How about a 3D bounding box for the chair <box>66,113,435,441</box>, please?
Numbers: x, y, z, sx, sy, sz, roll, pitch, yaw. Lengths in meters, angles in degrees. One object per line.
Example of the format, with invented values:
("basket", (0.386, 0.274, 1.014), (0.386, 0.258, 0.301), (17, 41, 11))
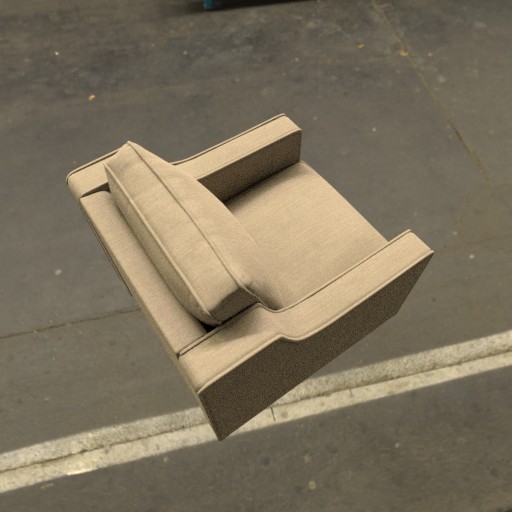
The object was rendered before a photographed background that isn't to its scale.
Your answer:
("chair", (0.000, 0.000, 1.645), (0.909, 0.960, 0.831), (-31, 63, -18))
